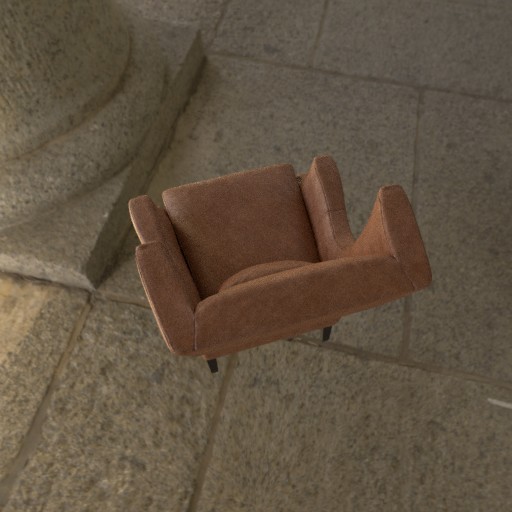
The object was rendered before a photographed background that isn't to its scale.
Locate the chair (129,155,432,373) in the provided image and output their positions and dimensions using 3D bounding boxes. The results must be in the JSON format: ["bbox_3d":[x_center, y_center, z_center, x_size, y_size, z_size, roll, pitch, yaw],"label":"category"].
[{"bbox_3d":[0.000,0.000,1.700,0.853,1.016,0.926,-14,61,-8],"label":"chair"}]
